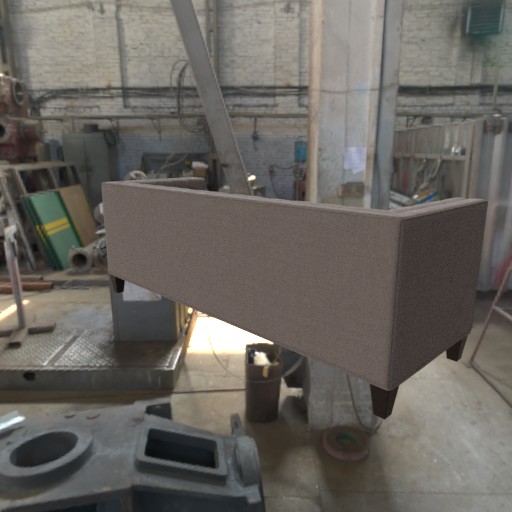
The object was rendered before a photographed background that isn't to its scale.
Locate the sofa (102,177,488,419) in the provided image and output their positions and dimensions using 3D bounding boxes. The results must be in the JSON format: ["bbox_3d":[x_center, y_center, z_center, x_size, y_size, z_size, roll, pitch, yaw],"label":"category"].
[{"bbox_3d":[0.000,0.000,2.532,0.775,0.762,2.159,-13,19,-43],"label":"sofa"}]
